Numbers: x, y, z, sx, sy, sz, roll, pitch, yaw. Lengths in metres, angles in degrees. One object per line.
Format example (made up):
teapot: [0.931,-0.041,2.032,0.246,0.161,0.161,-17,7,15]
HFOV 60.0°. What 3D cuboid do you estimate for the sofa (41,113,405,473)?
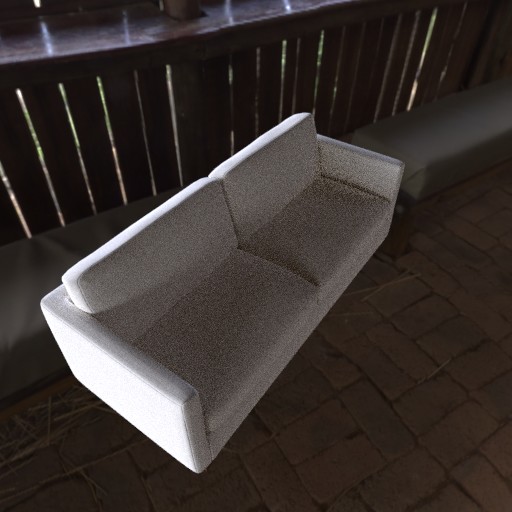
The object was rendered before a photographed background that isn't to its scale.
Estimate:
sofa: [0.000,0.000,2.602,0.924,0.933,2.139,26,49,26]
